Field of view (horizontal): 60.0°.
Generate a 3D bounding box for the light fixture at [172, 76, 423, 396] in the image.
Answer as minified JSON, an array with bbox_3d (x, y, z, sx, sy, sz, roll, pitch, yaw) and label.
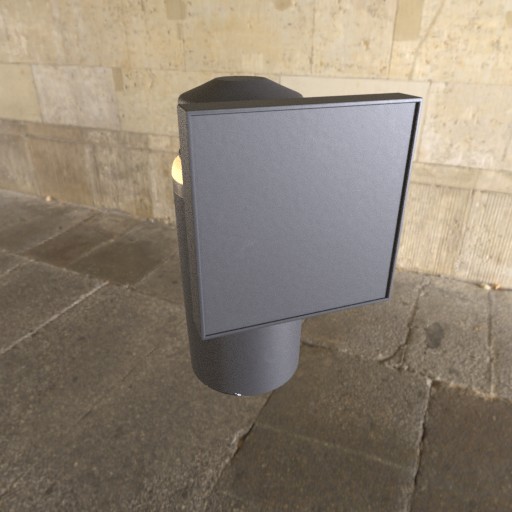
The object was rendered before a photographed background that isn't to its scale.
[{"bbox_3d":[0.000,0.000,0.352,0.130,0.257,0.176,-9,29,-17],"label":"light fixture"}]
